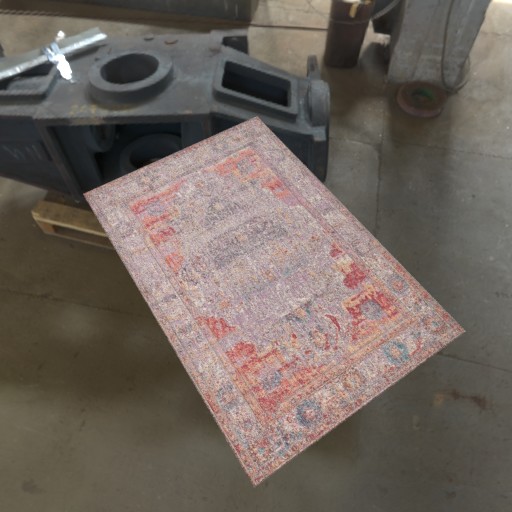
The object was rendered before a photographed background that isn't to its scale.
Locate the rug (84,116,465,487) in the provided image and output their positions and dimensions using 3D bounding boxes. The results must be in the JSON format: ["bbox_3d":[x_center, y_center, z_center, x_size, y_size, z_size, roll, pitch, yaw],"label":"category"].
[{"bbox_3d":[0.000,0.000,2.366,1.219,0.005,1.829,-29,62,-17],"label":"rug"}]
